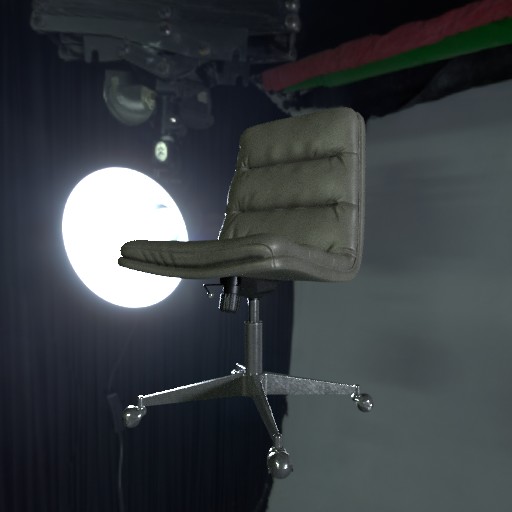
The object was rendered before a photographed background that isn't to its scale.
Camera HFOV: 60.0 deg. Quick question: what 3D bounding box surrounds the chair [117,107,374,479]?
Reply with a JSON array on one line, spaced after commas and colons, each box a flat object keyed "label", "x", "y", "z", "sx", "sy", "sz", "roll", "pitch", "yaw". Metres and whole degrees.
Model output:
[{"label": "chair", "x": 0.000, "y": 0.000, "z": 1.009, "sx": 0.422, "sy": 0.738, "sz": 0.485, "roll": 0, "pitch": 0, "yaw": 35}]
